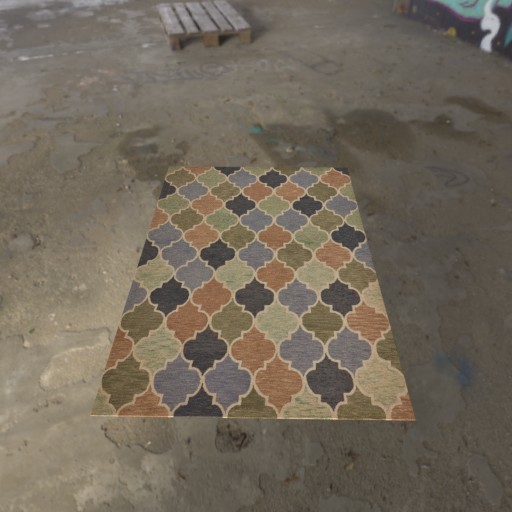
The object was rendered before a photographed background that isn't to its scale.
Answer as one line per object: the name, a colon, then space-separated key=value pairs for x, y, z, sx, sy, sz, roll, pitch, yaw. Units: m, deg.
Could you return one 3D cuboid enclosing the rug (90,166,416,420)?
rug: x=0.000 y=0.000 z=2.341 sx=1.216 sy=0.006 sz=1.828 roll=1 pitch=41 yaw=1
